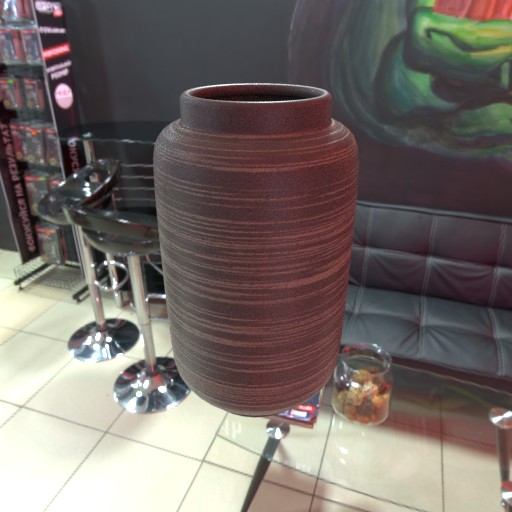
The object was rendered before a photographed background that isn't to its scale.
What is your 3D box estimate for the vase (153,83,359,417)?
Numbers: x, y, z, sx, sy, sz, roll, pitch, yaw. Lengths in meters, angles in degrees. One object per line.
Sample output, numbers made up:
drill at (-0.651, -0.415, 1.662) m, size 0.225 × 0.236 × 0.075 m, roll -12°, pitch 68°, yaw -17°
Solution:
vase at (0.000, 0.000, 0.711) m, size 0.297 × 0.499 × 0.297 m, roll 0°, pitch 27°, yaw 0°
